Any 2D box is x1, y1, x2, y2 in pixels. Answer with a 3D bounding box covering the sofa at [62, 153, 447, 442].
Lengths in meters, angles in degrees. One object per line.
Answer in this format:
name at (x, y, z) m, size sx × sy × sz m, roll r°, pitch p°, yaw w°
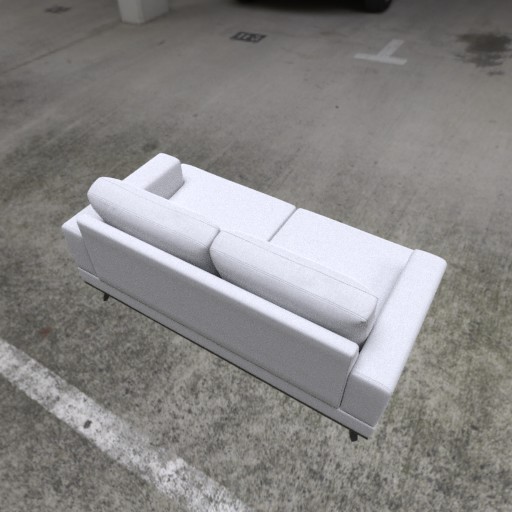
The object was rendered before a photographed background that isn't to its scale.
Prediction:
sofa at (0.000, 0.000, 2.198) m, size 1.650 × 0.810 × 0.920 m, roll 24°, pitch 51°, yaw 21°
